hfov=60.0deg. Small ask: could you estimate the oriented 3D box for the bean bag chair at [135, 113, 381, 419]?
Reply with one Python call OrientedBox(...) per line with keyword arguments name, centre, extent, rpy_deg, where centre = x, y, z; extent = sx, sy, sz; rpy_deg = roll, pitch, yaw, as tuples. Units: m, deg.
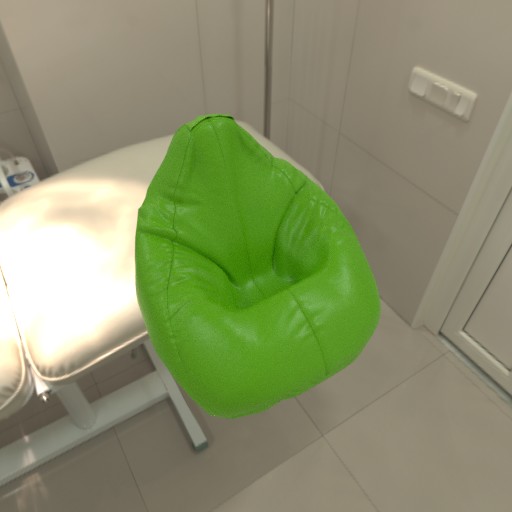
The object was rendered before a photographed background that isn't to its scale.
OrientedBox(name="bean bag chair", centre=(0.000, 0.000, 1.945), extent=(1.070, 0.990, 1.070), rpy_deg=(-24, 51, -22))
